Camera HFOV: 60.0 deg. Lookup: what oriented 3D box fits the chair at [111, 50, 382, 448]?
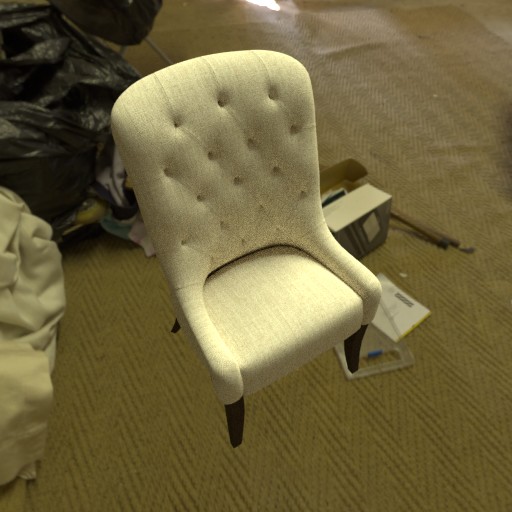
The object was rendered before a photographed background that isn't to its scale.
[{"bbox_3d":[0.000,0.000,1.452,0.634,1.091,0.629,-25,51,-22],"label":"chair"}]
